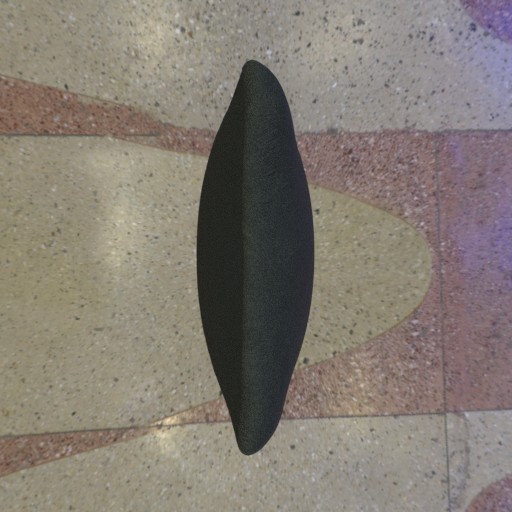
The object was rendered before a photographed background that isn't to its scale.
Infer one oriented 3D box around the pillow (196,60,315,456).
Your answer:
[{"bbox_3d":[0.000,0.000,0.822,0.210,0.523,0.533,0,89,0],"label":"pillow"}]
